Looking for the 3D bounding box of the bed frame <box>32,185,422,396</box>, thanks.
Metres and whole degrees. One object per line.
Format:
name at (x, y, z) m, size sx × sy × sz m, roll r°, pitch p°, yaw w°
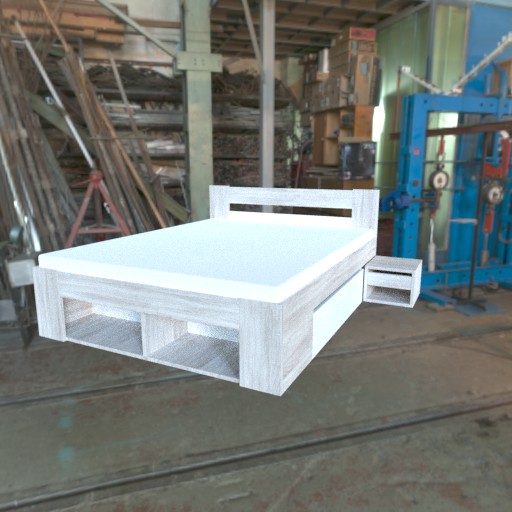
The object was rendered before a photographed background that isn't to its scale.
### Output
bed frame at (0.000, 0.000, 3.168) m, size 2.040 × 0.860 × 2.050 m, roll 6°, pitch 13°, yaw 26°
